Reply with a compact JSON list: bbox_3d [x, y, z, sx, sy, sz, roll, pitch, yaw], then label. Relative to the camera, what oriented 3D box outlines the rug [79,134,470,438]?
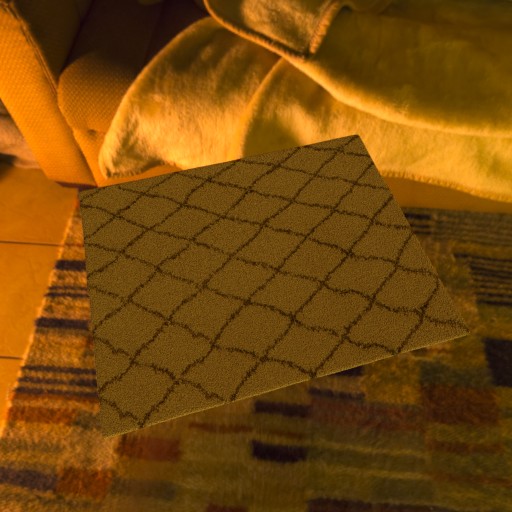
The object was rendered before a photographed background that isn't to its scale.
[{"bbox_3d":[0.000,0.000,4.094,3.047,0.029,2.438,-14,59,-8],"label":"rug"}]
